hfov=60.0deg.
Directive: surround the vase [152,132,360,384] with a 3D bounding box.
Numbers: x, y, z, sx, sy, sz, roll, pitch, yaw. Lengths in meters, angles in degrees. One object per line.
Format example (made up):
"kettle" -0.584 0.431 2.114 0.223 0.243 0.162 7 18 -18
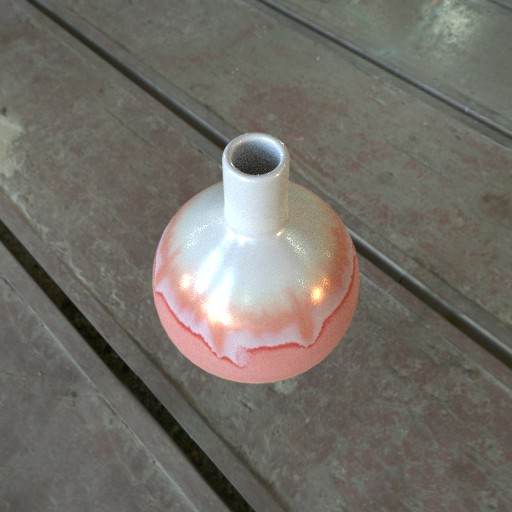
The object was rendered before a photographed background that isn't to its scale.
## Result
"vase" 0.000 0.000 0.274 0.137 0.176 0.137 0 59 0
